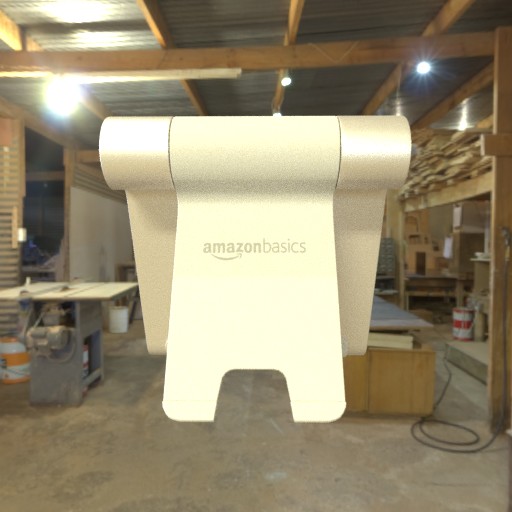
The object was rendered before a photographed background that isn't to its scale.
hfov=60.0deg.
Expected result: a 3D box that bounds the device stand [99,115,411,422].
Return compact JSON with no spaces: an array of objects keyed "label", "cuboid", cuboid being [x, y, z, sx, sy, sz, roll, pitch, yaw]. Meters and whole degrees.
[{"label":"device stand","cuboid":[0.000,0.000,0.151,0.086,0.084,0.079,0,2,1]}]
